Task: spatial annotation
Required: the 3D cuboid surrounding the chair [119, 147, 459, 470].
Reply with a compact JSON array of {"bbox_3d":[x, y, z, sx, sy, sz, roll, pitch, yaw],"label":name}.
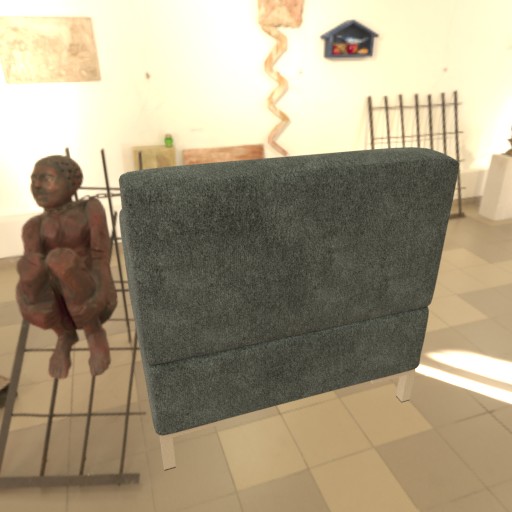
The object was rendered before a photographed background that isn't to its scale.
[{"bbox_3d":[0.000,0.000,1.212,0.680,0.660,0.680,-9,27,-17],"label":"chair"}]
